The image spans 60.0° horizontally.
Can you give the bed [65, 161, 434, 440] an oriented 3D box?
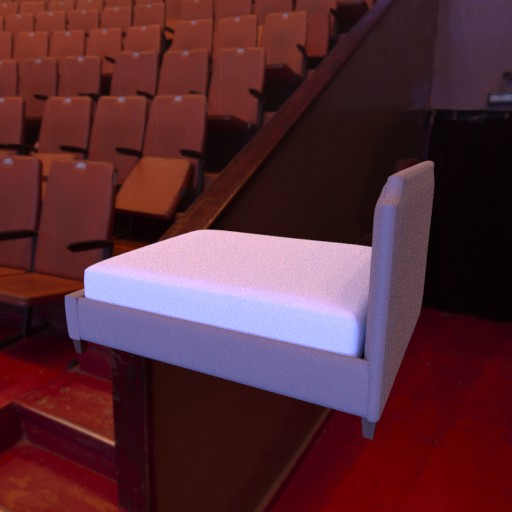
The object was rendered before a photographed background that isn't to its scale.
[{"bbox_3d":[0.000,0.000,3.450,2.372,1.443,1.713,8,17,26],"label":"bed"}]
